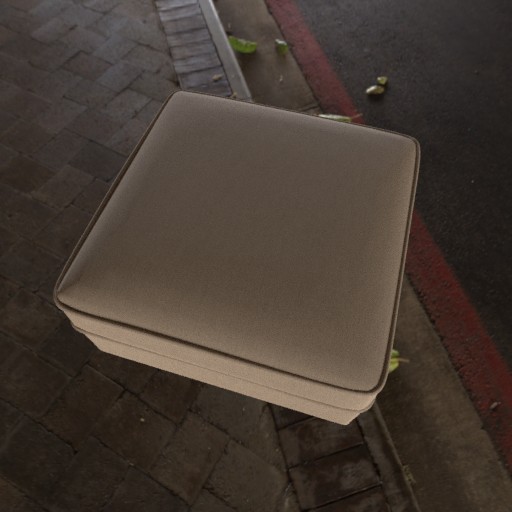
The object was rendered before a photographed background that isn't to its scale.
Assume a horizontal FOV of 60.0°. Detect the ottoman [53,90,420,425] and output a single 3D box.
[{"bbox_3d":[0.000,0.000,1.037,0.613,0.438,0.616,14,60,9],"label":"ottoman"}]
